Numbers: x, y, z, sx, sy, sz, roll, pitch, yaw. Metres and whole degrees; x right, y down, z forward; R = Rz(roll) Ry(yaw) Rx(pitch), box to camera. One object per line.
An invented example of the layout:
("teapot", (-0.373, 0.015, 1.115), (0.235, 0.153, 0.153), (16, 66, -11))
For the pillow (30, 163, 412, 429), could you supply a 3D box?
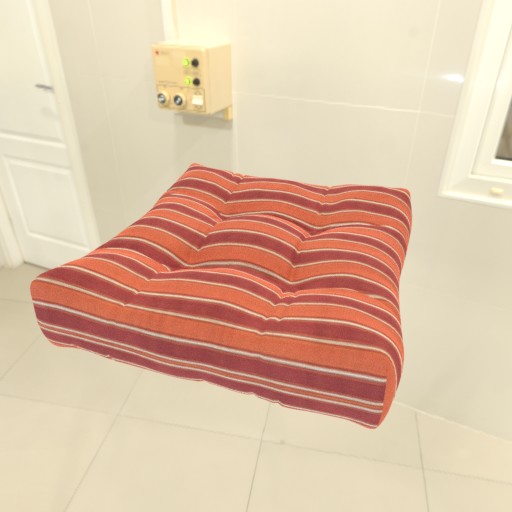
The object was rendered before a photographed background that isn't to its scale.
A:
("pillow", (0.000, 0.000, 0.708), (0.468, 0.133, 0.490), (10, 33, 15))
